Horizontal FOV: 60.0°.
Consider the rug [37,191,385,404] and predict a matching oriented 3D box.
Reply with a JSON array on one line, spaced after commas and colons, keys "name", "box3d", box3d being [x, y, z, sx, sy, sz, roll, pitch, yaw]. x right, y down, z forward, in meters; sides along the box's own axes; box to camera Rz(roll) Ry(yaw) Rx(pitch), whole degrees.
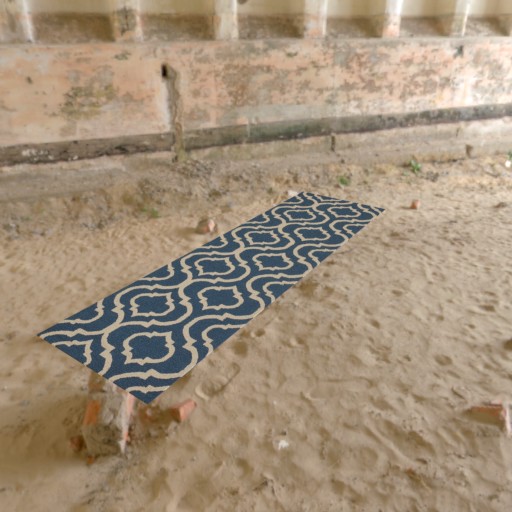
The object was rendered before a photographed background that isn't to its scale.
[{"name": "rug", "box3d": [0.000, 0.000, 2.561, 0.685, 0.006, 2.296, 18, 32, 31]}]
